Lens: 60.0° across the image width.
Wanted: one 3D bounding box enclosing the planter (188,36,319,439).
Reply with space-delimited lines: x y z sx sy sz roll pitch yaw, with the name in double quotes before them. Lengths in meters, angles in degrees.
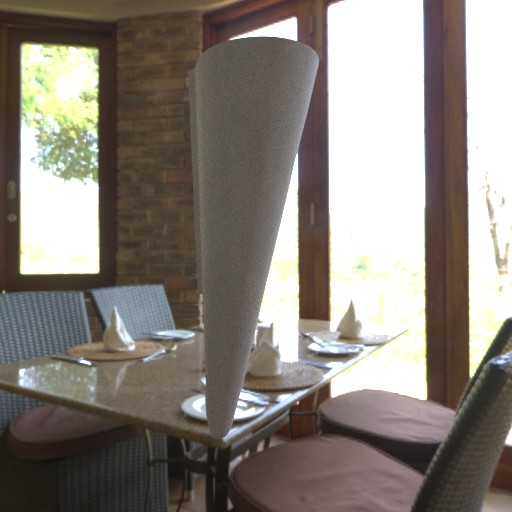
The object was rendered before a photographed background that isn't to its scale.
"planter" 0.000 0.000 0.300 0.087 0.259 0.078 -1 -1 36
